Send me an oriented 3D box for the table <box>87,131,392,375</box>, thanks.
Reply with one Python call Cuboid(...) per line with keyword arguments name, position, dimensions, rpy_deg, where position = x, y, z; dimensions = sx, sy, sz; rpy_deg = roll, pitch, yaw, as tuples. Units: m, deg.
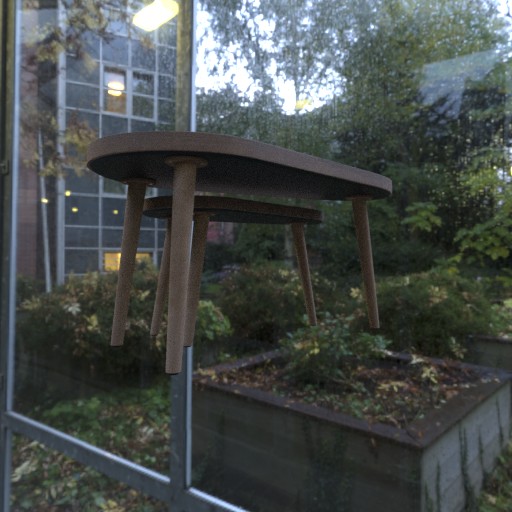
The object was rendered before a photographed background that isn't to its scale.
Cuboid(name="table", position=(0.000, 0.000, 1.587), dimensions=(1.190, 0.595, 0.701), rpy_deg=(1, -1, -35))
